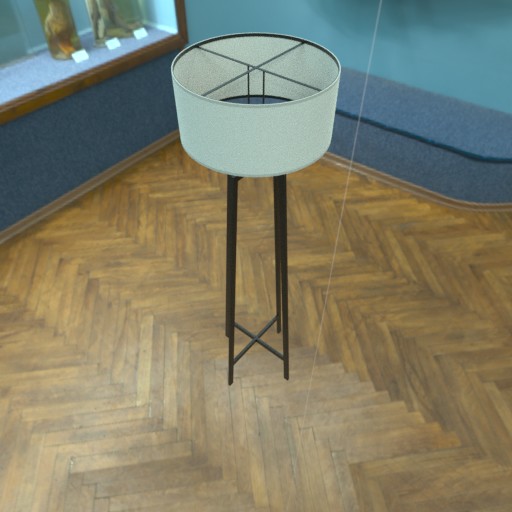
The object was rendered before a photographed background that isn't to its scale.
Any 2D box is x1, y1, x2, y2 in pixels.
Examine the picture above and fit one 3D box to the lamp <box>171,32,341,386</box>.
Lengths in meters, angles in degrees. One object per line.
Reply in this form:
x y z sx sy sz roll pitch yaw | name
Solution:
0.000 0.000 1.751 0.457 1.510 0.456 31 54 26 | lamp
